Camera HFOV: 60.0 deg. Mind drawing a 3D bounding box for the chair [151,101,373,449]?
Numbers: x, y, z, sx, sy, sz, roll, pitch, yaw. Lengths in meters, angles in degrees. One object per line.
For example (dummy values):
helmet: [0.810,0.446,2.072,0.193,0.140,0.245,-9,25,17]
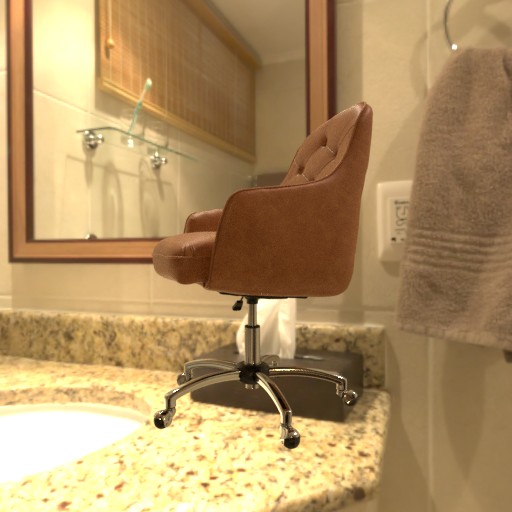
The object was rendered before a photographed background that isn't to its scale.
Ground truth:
chair: [0.000,0.000,1.329,0.615,0.909,0.628,0,1,-17]
